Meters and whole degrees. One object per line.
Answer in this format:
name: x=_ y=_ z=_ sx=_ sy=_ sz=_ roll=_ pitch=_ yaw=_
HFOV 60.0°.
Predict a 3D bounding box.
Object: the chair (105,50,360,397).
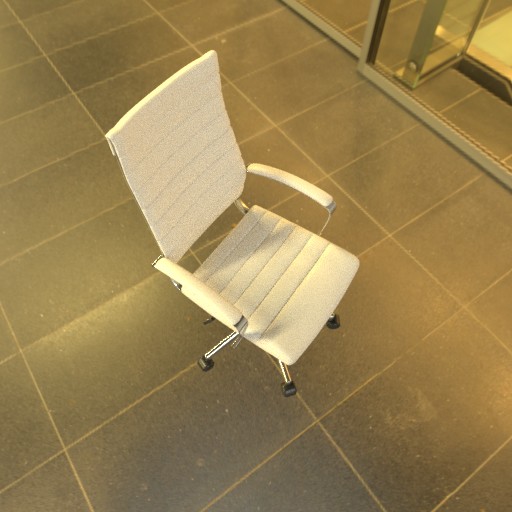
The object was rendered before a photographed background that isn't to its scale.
chair: x=0.000 y=0.000 z=1.588 sx=0.679 sy=1.149 sz=0.679 roll=31 pitch=63 yaw=17
